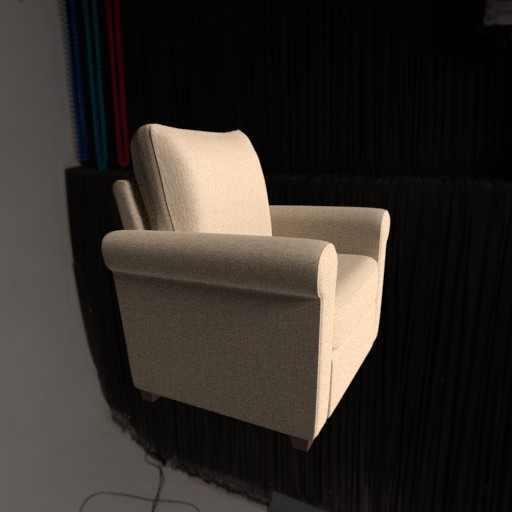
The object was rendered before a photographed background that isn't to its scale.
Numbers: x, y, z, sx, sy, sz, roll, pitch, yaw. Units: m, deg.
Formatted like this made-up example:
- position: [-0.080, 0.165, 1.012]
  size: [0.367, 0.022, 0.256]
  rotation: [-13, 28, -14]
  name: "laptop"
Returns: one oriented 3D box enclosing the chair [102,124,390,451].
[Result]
- position: [0.000, 0.000, 2.387]
  size: [1.180, 1.349, 1.275]
  rotation: [7, 15, 26]
  name: "chair"
